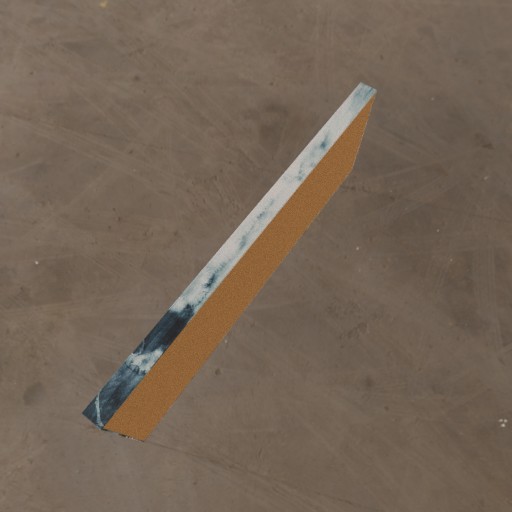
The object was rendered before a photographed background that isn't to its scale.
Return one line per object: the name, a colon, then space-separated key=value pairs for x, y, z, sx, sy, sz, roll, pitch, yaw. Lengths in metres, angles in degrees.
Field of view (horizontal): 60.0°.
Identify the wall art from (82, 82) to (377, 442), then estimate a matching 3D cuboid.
wall art: x=0.000 y=0.000 z=0.841 sx=0.037 sy=0.251 sz=0.759 roll=33 pitch=68 yaw=15
